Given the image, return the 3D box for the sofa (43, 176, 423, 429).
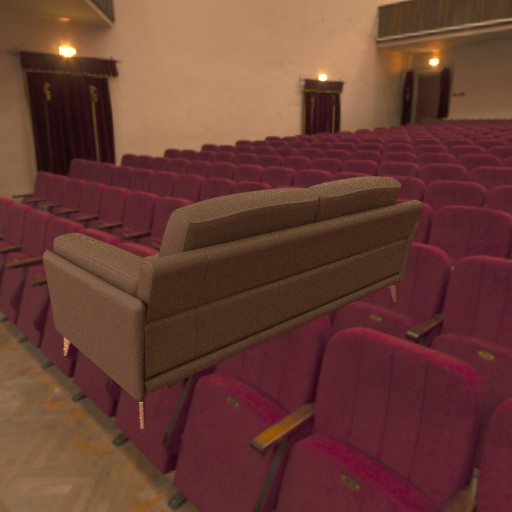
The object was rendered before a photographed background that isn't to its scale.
[{"bbox_3d":[0.000,0.000,2.658,2.101,0.930,1.049,-15,22,-41],"label":"sofa"}]
